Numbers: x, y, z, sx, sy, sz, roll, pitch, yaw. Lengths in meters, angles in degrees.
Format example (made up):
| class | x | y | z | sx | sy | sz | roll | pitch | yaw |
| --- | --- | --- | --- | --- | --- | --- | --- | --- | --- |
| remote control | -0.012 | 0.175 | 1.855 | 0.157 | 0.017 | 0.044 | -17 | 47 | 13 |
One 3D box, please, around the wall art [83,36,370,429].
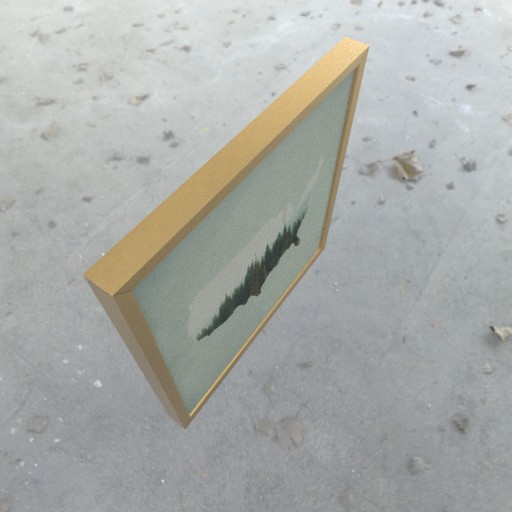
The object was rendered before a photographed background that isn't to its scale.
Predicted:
| class | x | y | z | sx | sy | sz | roll | pitch | yaw |
| --- | --- | --- | --- | --- | --- | --- | --- | --- | --- |
| wall art | 0.000 | 0.000 | 0.741 | 0.040 | 0.509 | 0.509 | 31 | 61 | 19 |
